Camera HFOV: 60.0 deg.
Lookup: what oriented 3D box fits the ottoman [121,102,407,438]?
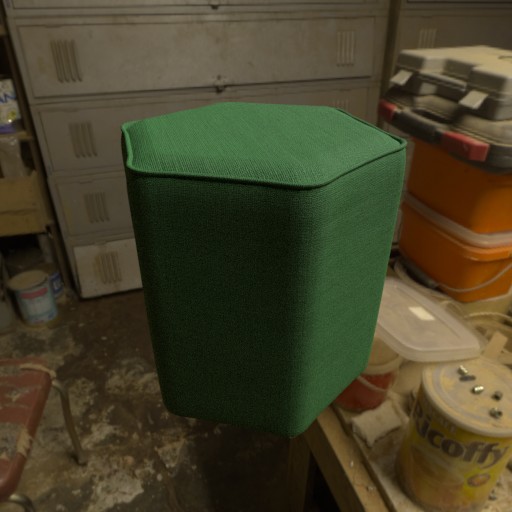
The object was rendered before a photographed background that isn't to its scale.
[{"bbox_3d":[0.000,0.000,0.871,0.444,0.507,0.499,-9,32,-14],"label":"ottoman"}]
